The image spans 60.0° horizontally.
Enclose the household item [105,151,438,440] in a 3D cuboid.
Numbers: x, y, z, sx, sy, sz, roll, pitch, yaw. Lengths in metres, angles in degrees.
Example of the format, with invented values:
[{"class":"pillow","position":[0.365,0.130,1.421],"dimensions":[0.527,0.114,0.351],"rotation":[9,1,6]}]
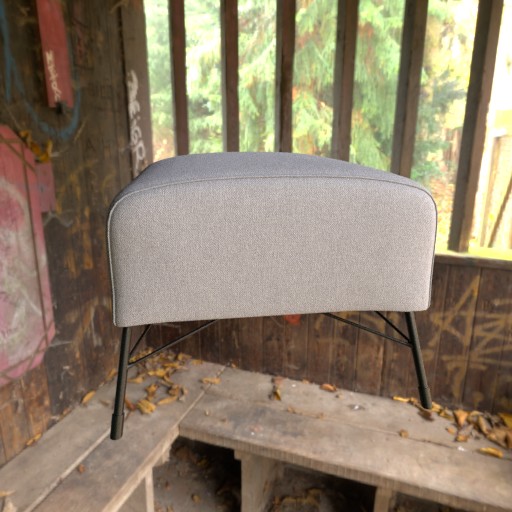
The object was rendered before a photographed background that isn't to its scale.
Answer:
[{"class":"household item","position":[0.000,0.000,0.905],"dimensions":[0.530,0.410,0.530],"rotation":[-2,16,-8]}]
